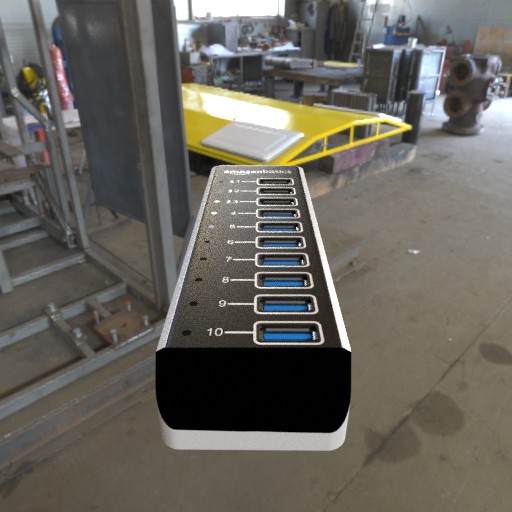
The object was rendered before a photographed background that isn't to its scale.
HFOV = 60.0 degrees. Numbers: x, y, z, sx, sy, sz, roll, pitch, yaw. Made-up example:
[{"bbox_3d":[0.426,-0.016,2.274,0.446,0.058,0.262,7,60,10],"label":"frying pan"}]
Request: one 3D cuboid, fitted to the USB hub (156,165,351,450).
[{"bbox_3d":[0.000,0.000,0.161,0.044,0.023,0.145,0,29,0],"label":"USB hub"}]
